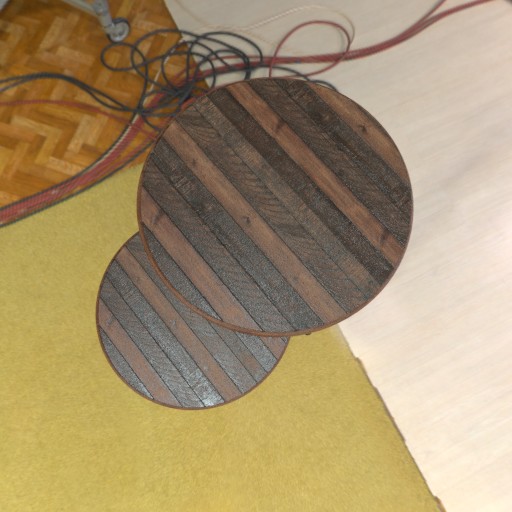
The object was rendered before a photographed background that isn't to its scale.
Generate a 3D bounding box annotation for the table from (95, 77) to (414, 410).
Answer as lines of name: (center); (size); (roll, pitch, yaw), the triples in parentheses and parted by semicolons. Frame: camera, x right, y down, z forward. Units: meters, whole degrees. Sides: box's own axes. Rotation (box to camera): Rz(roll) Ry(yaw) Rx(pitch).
table: (0.000, 0.000, 1.603); (0.870, 0.516, 1.152); (24, 77, 6)
